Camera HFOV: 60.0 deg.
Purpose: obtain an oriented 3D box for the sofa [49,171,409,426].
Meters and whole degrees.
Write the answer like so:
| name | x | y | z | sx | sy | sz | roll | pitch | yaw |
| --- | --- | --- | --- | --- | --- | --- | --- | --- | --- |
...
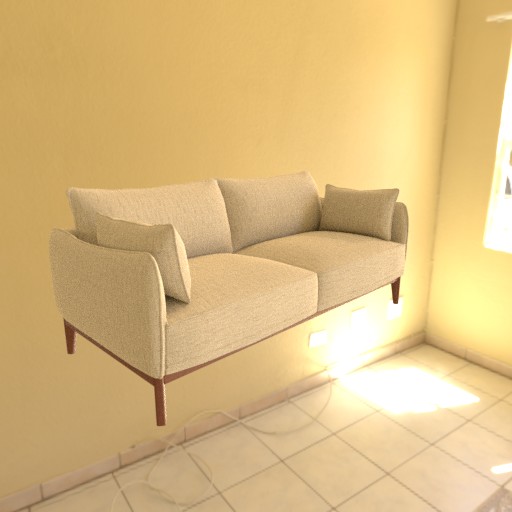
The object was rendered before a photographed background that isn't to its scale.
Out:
| name | x | y | z | sx | sy | sz | roll | pitch | yaw |
| --- | --- | --- | --- | --- | --- | --- | --- | --- | --- |
| sofa | 0.000 | 0.000 | 2.553 | 1.989 | 0.860 | 0.991 | -14 | 21 | -43 |
